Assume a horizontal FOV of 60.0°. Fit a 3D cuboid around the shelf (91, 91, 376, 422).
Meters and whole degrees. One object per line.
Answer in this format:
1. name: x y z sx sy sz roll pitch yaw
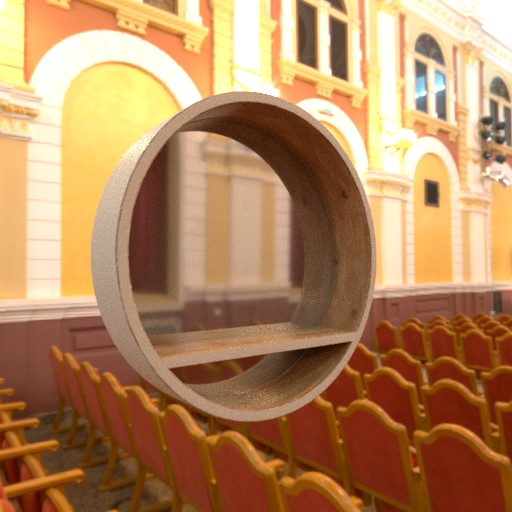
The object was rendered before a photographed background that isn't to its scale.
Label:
1. shelf: 0.000 0.000 1.166 0.806 0.807 0.158 1 -2 -37
